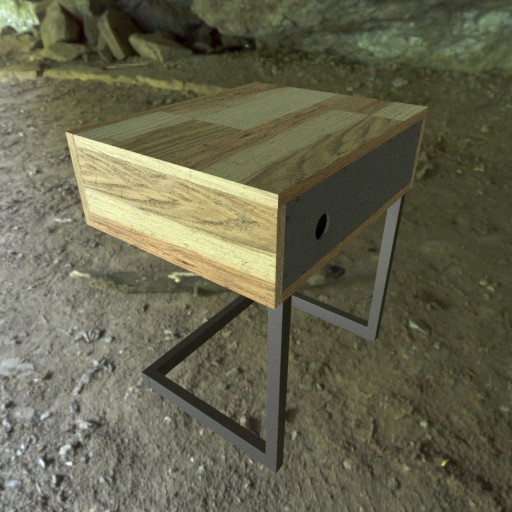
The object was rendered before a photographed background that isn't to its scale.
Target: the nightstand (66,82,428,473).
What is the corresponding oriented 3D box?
[{"bbox_3d":[0.000,0.000,1.019,0.481,0.632,0.558,21,38,30],"label":"nightstand"}]
